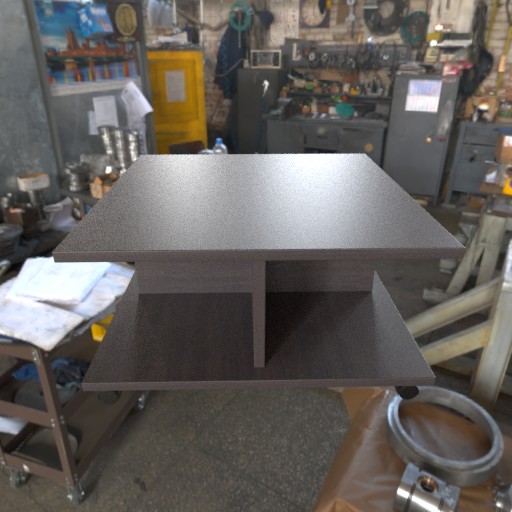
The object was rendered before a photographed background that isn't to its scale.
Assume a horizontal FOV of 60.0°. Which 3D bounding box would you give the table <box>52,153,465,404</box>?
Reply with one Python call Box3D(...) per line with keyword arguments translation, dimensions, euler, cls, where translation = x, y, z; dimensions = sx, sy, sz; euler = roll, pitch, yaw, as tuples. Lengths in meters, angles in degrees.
Box3D(translation=(0.000, 0.000, 1.244), dimensions=(0.762, 0.396, 0.762), euler=(-1, 26, -1), cls="table")
